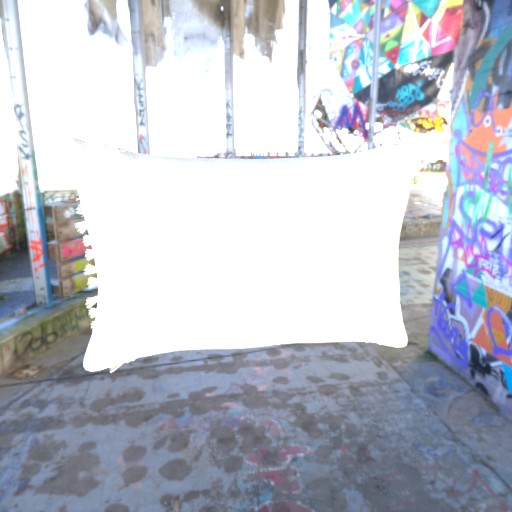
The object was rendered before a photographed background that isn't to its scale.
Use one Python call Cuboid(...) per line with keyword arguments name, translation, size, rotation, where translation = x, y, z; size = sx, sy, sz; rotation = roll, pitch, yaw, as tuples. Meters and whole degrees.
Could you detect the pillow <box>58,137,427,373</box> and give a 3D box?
Cuboid(name="pillow", translation=(0.000, 0.000, 0.589), size=(0.466, 0.305, 0.084), rotation=(-3, 14, -10))
